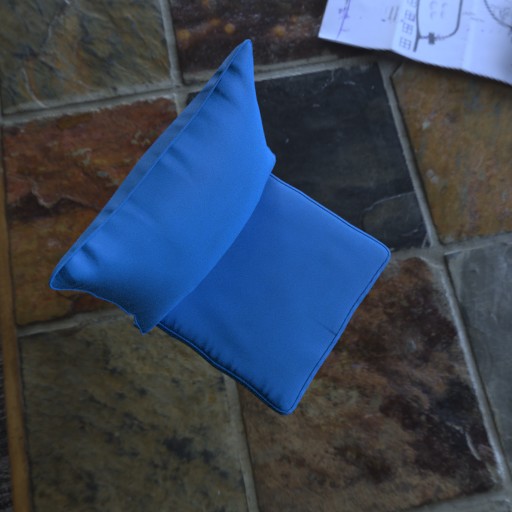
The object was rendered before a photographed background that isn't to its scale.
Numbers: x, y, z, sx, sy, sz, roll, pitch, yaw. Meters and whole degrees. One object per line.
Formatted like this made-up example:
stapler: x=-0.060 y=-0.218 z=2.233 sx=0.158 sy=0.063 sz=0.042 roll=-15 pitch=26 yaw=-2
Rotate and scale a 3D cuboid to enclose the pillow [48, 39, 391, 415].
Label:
pillow: x=0.000 y=0.000 z=1.334 sx=0.733 sy=0.725 sz=0.798 roll=34 pitch=78 yaw=8
